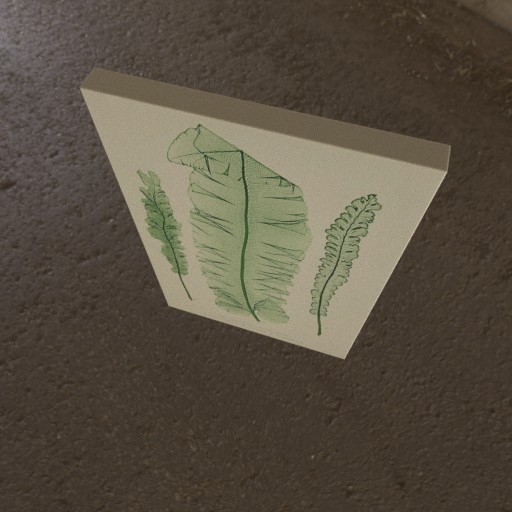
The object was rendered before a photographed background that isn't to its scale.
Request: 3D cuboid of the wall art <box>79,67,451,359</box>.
[{"bbox_3d":[0.000,0.000,0.751,0.418,0.608,0.038,15,60,9],"label":"wall art"}]
